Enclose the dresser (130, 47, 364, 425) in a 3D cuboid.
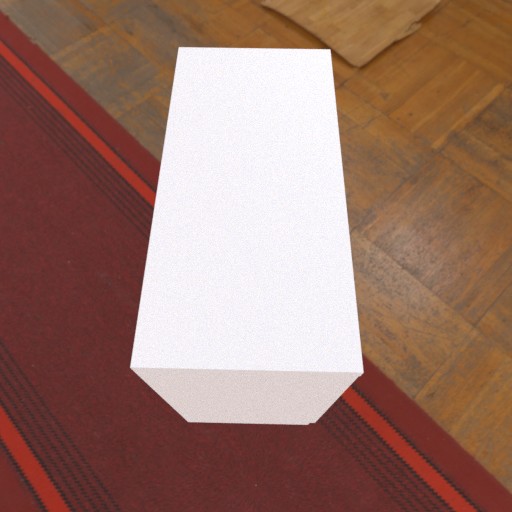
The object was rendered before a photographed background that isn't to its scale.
[{"bbox_3d":[0.000,0.000,1.286,0.420,0.740,0.830,1,63,1],"label":"dresser"}]
